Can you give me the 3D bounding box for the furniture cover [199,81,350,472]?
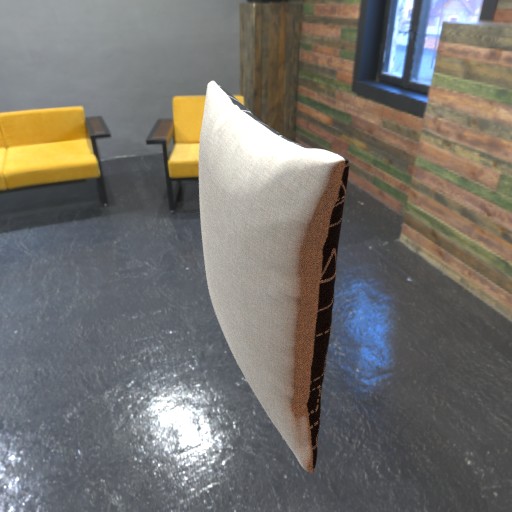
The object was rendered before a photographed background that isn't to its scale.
[{"bbox_3d":[0.000,0.000,0.777,0.158,0.508,0.517,-10,32,-17],"label":"furniture cover"}]
